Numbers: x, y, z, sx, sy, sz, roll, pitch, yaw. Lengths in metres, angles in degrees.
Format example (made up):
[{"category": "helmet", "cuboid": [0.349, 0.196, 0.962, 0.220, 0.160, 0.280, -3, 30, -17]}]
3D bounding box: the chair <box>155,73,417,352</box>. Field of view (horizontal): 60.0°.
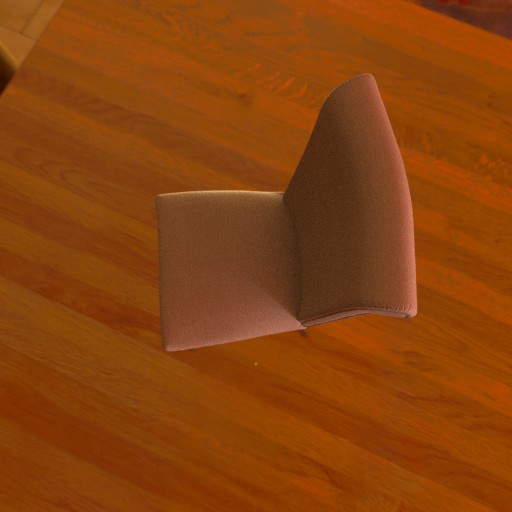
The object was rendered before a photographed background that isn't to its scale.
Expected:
[{"category": "chair", "cuboid": [0.000, 0.000, 1.328, 0.608, 0.988, 0.513, -5, 76, -1]}]
